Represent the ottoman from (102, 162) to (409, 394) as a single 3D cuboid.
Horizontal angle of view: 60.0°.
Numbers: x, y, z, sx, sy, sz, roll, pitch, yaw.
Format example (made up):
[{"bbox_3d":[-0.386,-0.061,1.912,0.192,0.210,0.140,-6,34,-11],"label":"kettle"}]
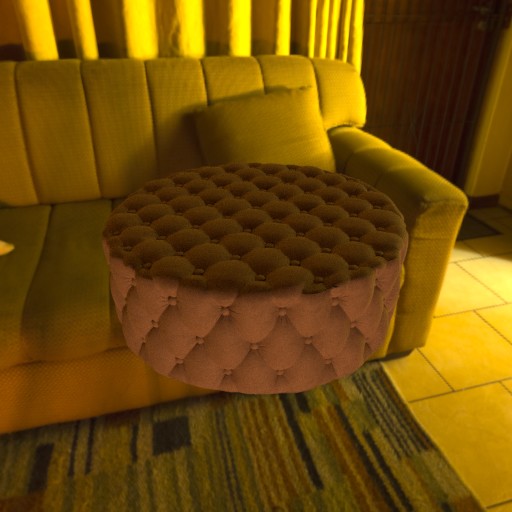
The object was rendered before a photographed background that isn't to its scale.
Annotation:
[{"bbox_3d":[0.000,0.000,1.561,0.998,0.399,0.998,0,31,0],"label":"ottoman"}]
